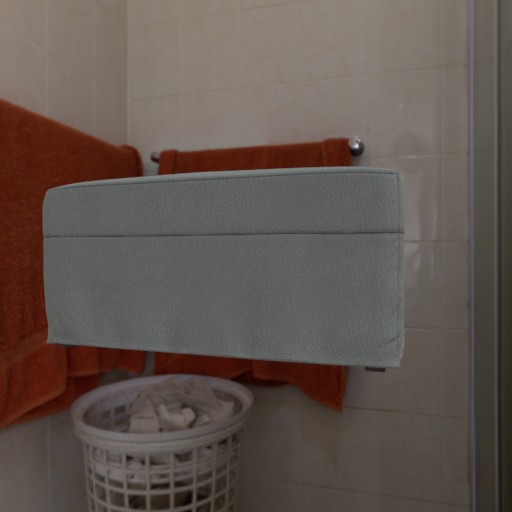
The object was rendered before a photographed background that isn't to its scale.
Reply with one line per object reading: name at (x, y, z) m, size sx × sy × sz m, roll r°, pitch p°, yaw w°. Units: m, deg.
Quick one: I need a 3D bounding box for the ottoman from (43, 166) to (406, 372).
ottoman at (0.000, 0.000, 1.324) m, size 0.843 × 0.441 × 0.842 m, roll 0°, pitch 0°, yaw 18°
